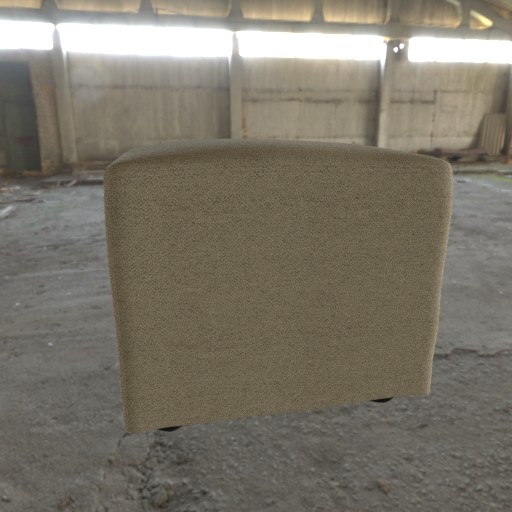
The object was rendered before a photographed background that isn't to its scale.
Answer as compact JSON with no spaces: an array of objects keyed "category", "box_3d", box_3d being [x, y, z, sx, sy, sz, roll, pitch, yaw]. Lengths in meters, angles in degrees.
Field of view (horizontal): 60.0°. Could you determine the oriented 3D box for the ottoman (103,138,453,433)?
[{"category":"ottoman","box_3d":[0.000,0.000,0.889,0.512,0.453,0.521,-3,16,-12]}]
